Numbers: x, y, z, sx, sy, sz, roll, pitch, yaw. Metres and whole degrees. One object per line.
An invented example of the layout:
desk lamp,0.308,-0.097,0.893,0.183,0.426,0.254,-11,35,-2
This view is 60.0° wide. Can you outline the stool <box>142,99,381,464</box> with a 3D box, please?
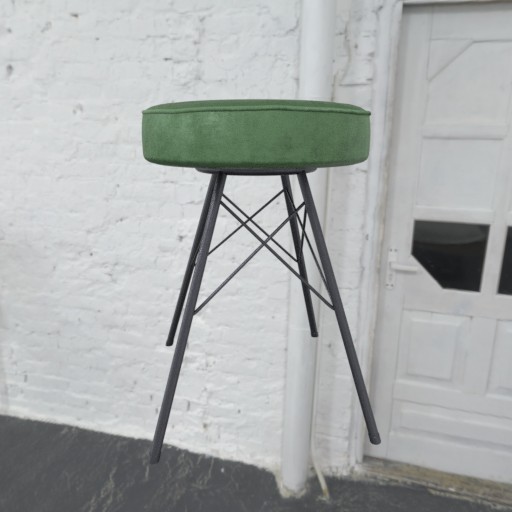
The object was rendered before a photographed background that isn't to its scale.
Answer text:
stool,0.000,0.000,0.916,0.430,0.595,0.457,-2,16,-7
